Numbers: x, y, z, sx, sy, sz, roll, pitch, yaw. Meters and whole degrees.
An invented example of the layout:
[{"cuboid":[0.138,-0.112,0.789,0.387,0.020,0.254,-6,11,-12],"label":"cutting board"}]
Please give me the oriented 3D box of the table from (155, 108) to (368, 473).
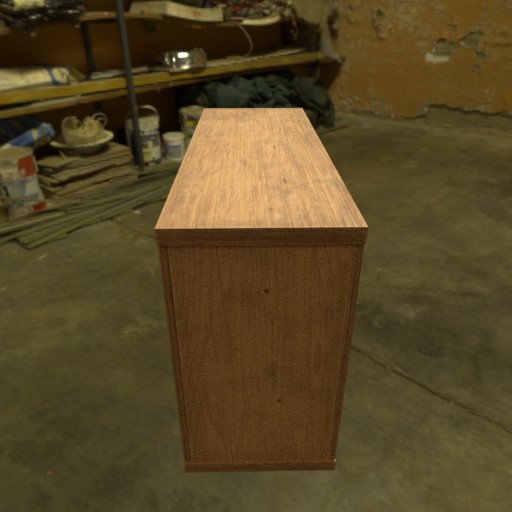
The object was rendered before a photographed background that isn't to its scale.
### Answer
[{"cuboid":[0.000,0.000,1.539,0.410,0.771,1.151,-1,29,-1],"label":"table"}]
